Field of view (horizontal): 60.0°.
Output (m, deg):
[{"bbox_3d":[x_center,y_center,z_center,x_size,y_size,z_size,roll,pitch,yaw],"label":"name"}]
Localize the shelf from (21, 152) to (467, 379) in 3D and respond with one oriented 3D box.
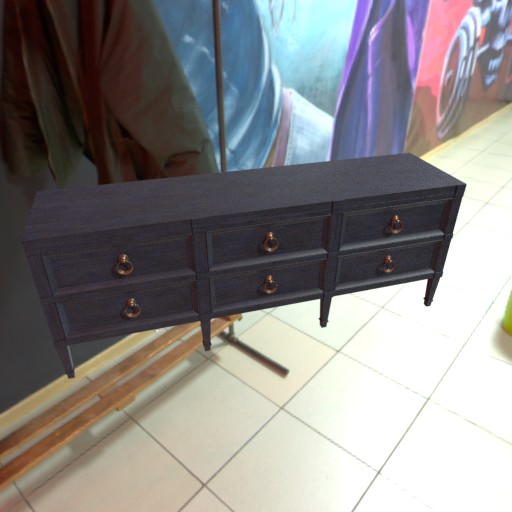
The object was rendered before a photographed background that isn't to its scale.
[{"bbox_3d":[0.000,0.000,2.176,1.878,0.715,0.471,-9,33,-14],"label":"shelf"}]
